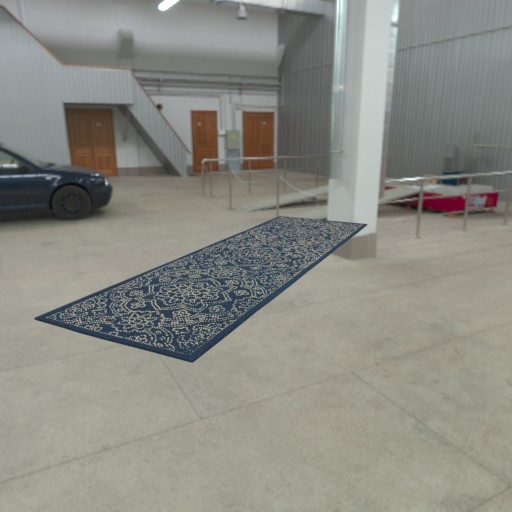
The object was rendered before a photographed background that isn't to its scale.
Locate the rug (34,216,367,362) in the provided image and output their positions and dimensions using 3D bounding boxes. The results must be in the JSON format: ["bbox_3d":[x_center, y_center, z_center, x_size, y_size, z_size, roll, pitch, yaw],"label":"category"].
[{"bbox_3d":[0.000,0.000,2.653,0.769,0.012,2.448,8,18,26],"label":"rug"}]
